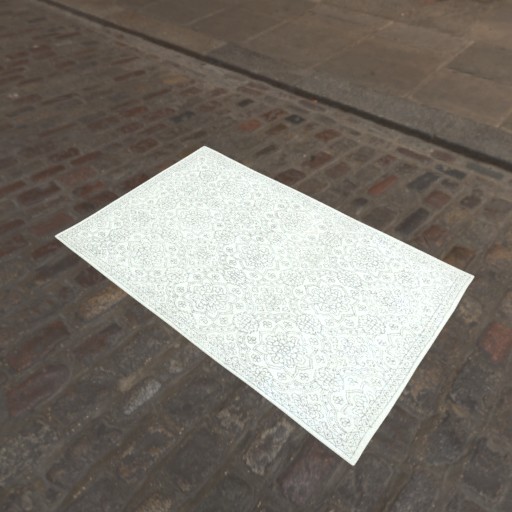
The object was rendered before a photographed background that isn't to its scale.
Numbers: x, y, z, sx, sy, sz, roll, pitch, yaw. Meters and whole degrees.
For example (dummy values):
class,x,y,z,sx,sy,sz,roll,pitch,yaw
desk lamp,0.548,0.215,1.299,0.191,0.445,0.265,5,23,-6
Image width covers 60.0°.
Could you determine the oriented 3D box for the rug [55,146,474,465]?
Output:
class,x,y,z,sx,sy,sz,roll,pitch,yaw
rug,0.000,0.000,2.999,2.434,0.023,1.518,31,54,26
